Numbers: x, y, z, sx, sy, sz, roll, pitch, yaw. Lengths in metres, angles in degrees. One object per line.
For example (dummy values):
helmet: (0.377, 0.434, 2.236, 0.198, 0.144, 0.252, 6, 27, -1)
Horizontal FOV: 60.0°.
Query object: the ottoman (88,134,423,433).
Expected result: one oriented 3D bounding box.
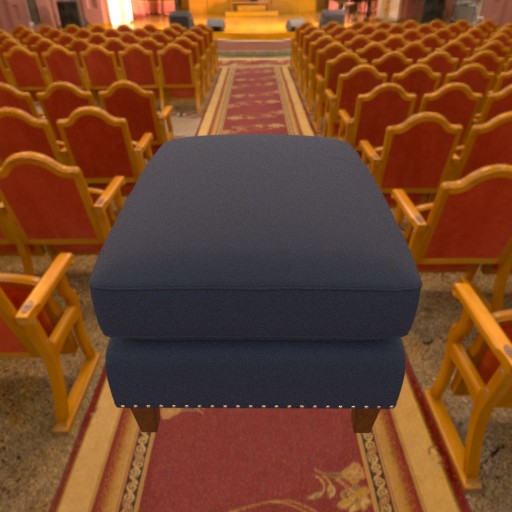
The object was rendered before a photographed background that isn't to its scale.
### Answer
ottoman: (0.000, 0.000, 1.137, 0.584, 0.513, 0.741, 0, 33, 0)
